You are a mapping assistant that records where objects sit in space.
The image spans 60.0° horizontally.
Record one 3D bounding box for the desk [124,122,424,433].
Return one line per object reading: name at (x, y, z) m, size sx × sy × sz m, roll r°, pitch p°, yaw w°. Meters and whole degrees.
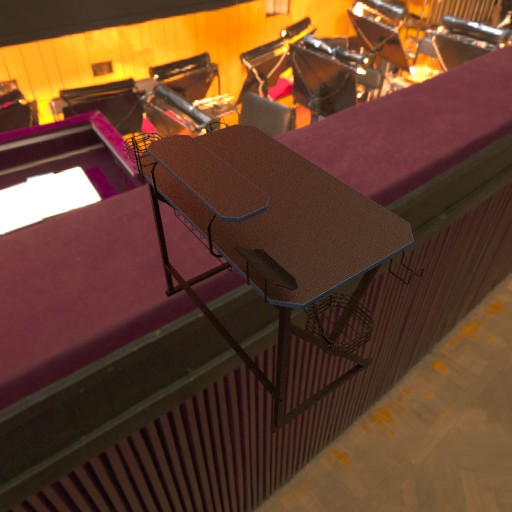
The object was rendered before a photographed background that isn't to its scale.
desk at (0.000, 0.000, 1.736) m, size 0.594 × 0.909 × 1.295 m, roll -26°, pitch 48°, yaw -26°
